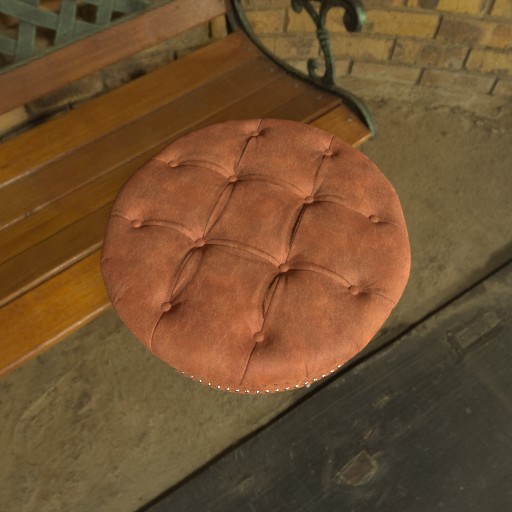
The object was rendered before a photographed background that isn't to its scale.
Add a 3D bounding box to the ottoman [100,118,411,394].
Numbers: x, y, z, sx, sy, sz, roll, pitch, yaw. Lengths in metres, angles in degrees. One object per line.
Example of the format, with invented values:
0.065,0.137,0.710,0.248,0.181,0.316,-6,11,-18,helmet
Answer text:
0.000,0.000,1.411,0.901,0.444,0.901,0,58,0,ottoman
